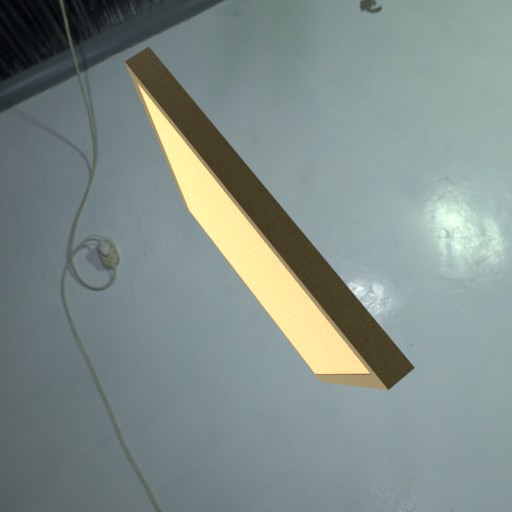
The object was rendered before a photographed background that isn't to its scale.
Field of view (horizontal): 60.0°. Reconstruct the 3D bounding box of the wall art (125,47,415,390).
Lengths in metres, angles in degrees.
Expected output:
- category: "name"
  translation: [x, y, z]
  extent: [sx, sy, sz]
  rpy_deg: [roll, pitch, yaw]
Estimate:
- category: "wall art"
  translation: [0.000, 0.000, 1.934]
  extent: [0.095, 1.284, 1.284]
  rpy_deg: [-36, 78, -9]
